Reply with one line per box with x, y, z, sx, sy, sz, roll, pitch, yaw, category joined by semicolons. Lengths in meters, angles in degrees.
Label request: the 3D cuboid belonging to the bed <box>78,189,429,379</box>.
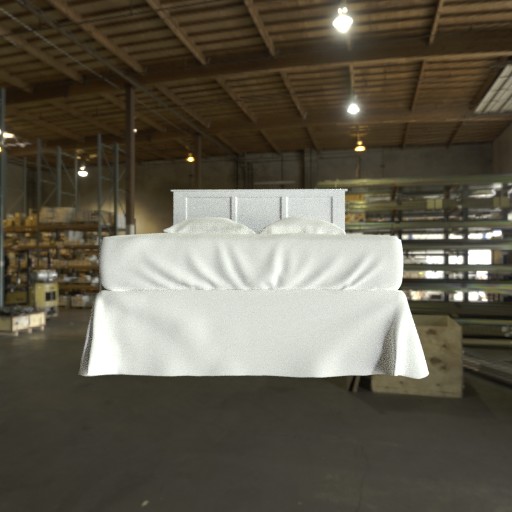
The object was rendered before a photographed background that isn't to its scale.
0.000;0.000;3.199;1.876;1.269;2.047;0;-1;2;bed
